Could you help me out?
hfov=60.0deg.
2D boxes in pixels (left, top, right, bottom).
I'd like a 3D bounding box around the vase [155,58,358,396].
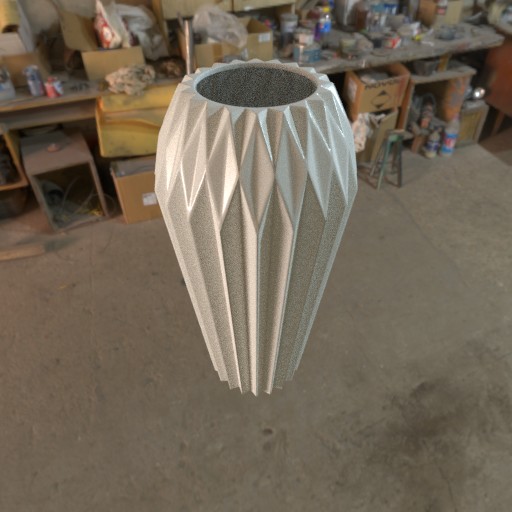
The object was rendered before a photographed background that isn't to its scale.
[{"bbox_3d":[0.000,0.000,0.340,0.133,0.263,0.133,0,41,0],"label":"vase"}]
